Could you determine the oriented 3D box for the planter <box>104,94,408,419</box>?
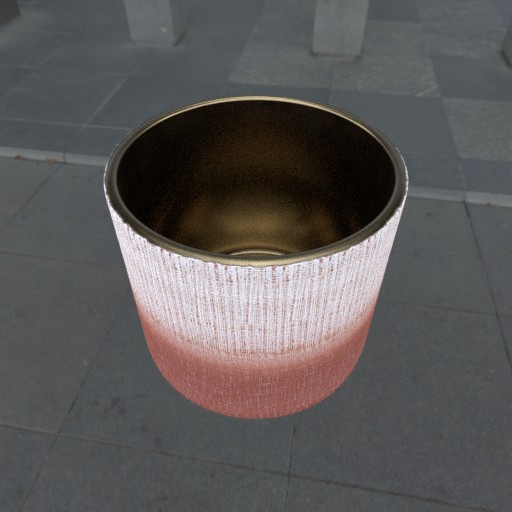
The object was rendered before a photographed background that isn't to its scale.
[{"bbox_3d":[0.000,0.000,0.393,0.221,0.201,0.221,0,45,0],"label":"planter"}]
